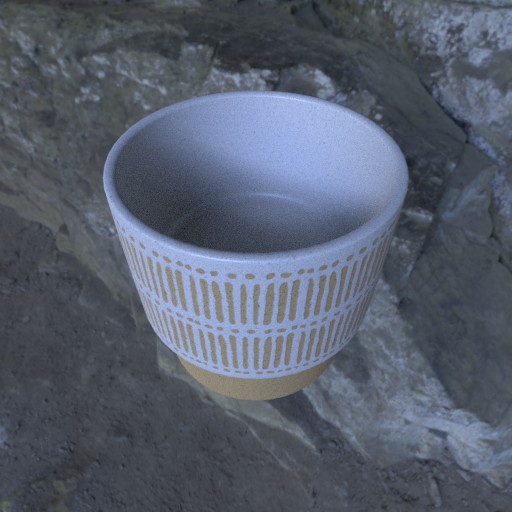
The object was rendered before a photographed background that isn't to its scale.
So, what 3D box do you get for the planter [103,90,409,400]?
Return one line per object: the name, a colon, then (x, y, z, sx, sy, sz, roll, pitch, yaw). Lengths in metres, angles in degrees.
planter: (0.000, 0.000, 0.577, 0.317, 0.303, 0.317, 0, 45, 0)
